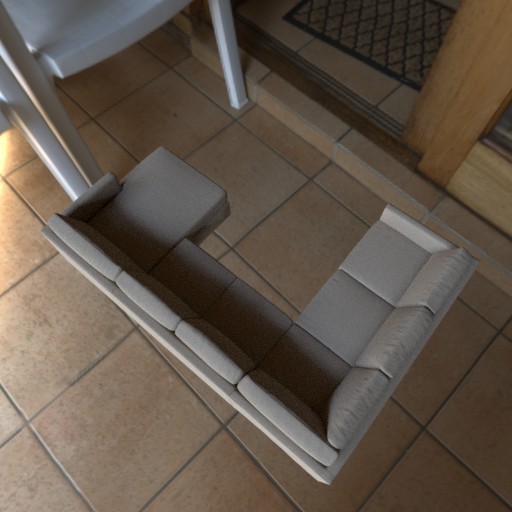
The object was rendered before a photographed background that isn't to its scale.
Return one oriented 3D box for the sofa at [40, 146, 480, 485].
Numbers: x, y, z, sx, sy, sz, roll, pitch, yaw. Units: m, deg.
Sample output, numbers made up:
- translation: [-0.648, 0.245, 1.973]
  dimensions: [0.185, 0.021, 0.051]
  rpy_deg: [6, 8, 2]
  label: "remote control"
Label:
- translation: [0.000, 0.000, 4.424]
  dimensions: [3.460, 0.882, 2.427]
  rpy_deg: [37, 70, 16]
  label: "sofa"
